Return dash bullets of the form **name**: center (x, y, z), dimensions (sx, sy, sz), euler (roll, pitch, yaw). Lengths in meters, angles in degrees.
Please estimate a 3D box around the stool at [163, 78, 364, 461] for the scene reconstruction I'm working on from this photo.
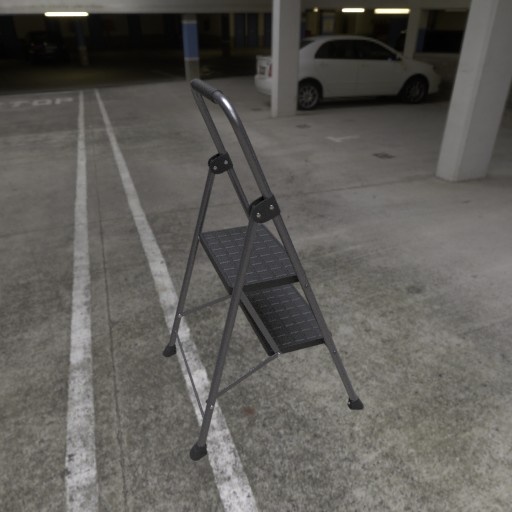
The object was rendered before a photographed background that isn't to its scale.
- **stool**: center (0.000, 0.000, 1.177), dimensions (0.514, 0.872, 0.450), euler (-10, 31, -17)
